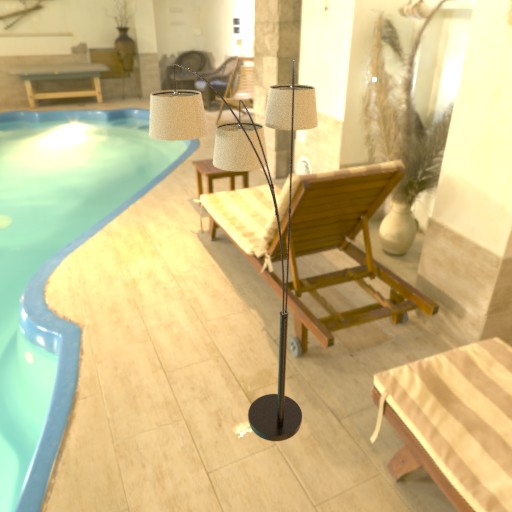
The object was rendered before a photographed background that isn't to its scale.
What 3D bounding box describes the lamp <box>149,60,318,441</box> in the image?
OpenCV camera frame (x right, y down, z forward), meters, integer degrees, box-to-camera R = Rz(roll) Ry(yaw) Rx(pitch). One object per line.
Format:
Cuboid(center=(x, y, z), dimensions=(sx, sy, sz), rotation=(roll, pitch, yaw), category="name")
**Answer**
Cuboid(center=(0.000, 0.000, 2.474), dimensions=(0.951, 1.950, 0.924), rotation=(-10, 29, -17), category="lamp")
